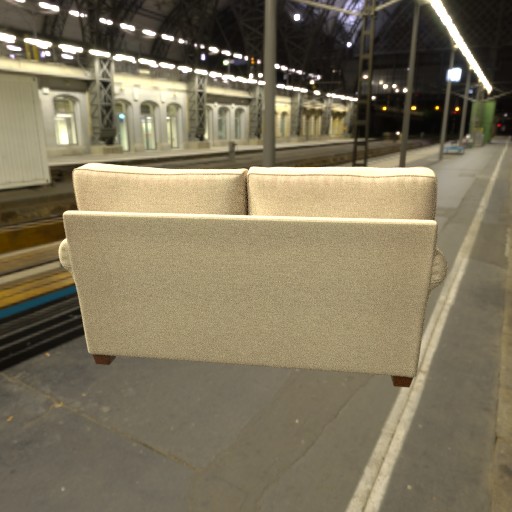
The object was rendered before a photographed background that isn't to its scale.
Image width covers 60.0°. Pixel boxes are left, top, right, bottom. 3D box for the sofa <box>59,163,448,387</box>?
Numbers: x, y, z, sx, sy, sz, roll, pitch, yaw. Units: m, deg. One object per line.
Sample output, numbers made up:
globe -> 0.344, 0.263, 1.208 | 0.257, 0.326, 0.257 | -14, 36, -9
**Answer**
sofa -> 0.000, 0.000, 2.305 | 1.701, 0.966, 0.966 | 2, 16, 8
